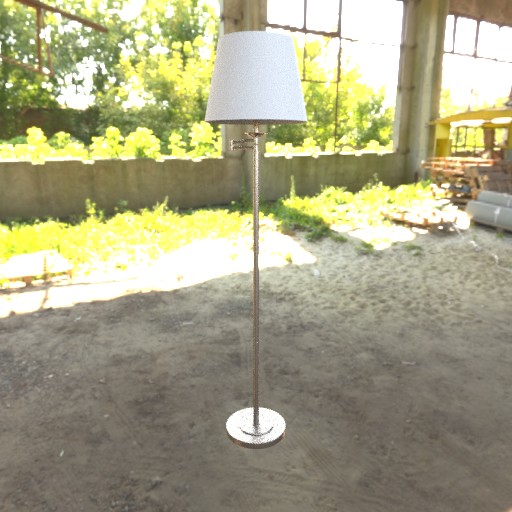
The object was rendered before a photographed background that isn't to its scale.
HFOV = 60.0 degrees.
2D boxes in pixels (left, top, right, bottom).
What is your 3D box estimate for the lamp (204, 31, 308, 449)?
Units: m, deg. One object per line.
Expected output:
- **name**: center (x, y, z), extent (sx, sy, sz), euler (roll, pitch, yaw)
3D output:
- **lamp**: center (0.000, 0.000, 1.647), extent (0.355, 1.473, 0.355), euler (0, 14, 0)
